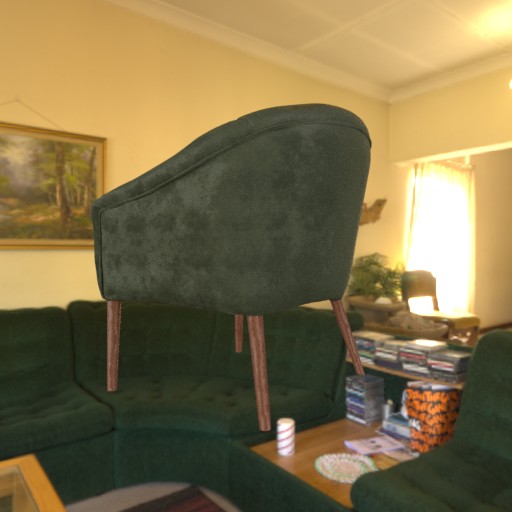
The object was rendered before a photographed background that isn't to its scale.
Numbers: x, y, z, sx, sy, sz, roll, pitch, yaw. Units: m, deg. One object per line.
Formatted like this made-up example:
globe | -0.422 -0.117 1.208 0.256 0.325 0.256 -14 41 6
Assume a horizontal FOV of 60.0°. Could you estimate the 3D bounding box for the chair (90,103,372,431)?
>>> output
chair | 0.000 0.000 1.547 0.776 0.885 0.851 0 1 35
